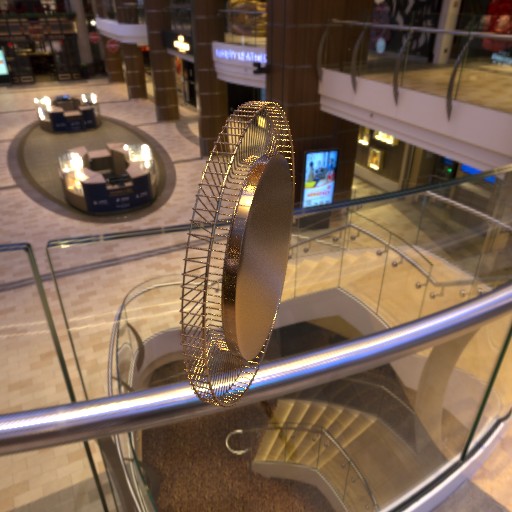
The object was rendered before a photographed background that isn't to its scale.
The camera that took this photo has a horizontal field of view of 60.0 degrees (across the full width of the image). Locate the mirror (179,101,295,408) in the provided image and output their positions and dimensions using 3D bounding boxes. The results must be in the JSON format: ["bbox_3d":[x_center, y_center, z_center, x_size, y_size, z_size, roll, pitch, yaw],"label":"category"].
[{"bbox_3d":[0.000,0.000,1.068,0.067,0.703,0.703,9,32,15],"label":"mirror"}]
